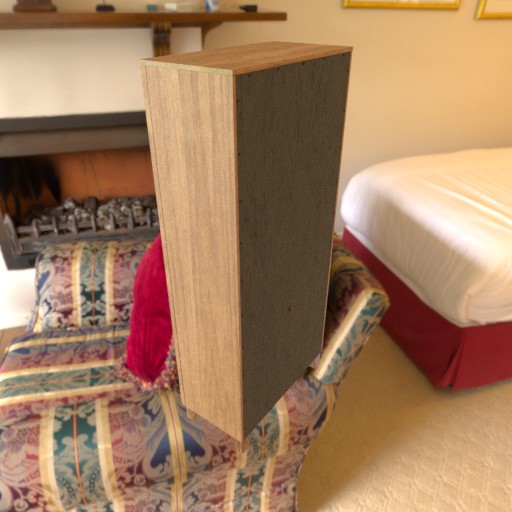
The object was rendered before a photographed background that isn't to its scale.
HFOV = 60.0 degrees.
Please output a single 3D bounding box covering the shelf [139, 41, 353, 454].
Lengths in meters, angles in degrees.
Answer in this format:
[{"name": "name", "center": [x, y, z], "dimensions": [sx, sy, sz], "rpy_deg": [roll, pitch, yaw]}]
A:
[{"name": "shelf", "center": [0.000, 0.000, 2.298], "dimensions": [0.453, 1.930, 0.864], "rpy_deg": [21, 36, 31]}]
